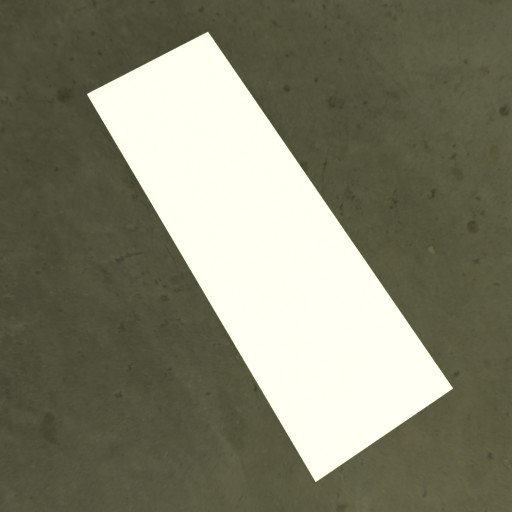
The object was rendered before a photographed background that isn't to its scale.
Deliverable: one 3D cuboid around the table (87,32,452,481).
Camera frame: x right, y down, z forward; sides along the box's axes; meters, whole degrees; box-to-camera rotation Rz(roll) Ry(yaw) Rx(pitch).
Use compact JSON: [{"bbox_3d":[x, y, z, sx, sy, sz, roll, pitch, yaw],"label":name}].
[{"bbox_3d":[0.000,0.000,1.852,0.508,0.769,1.500,-31,78,-7],"label":"table"}]
